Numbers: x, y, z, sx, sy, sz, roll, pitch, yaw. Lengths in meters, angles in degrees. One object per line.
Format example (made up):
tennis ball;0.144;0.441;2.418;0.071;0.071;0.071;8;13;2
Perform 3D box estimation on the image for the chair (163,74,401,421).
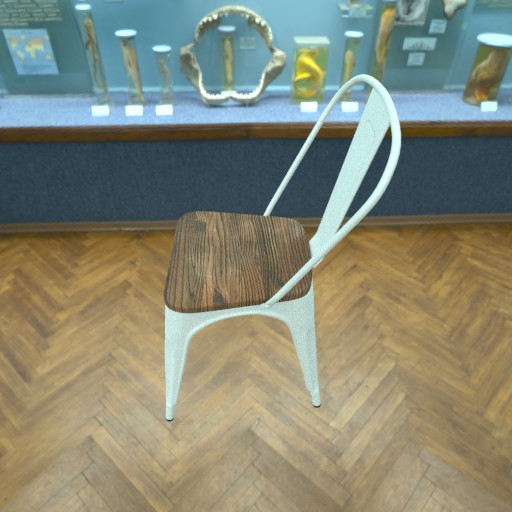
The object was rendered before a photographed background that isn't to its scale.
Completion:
chair;0.000;0.000;1.144;0.521;0.851;0.452;-1;42;-1
